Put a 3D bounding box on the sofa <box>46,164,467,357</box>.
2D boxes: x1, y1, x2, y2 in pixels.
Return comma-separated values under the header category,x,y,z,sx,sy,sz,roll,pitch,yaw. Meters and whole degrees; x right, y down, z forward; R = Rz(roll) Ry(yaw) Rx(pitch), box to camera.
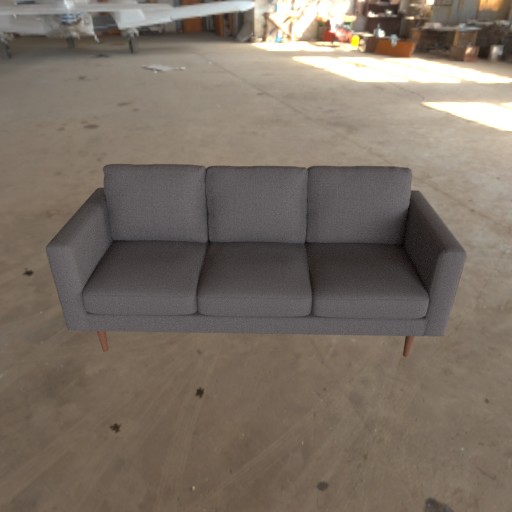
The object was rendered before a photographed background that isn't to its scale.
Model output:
category,x,y,z,sx,sy,sz,roll,pitch,yaw
sofa,0.000,0.000,2.546,2.029,0.912,0.802,1,31,1
